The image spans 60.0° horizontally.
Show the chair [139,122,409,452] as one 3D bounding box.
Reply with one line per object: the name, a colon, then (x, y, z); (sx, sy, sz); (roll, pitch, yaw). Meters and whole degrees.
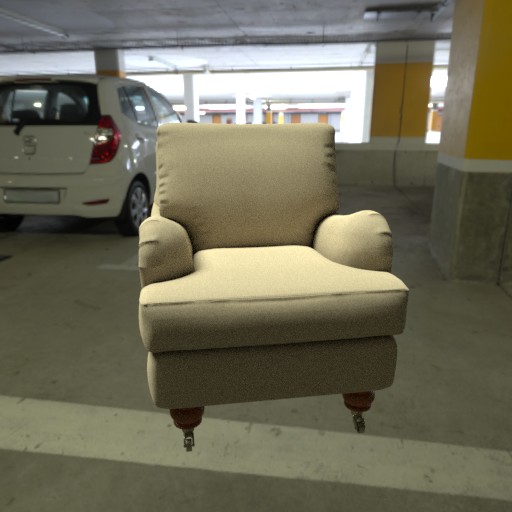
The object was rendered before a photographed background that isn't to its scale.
chair: (0.000, 0.000, 1.857); (0.895, 1.076, 1.078); (-2, 16, -8)
